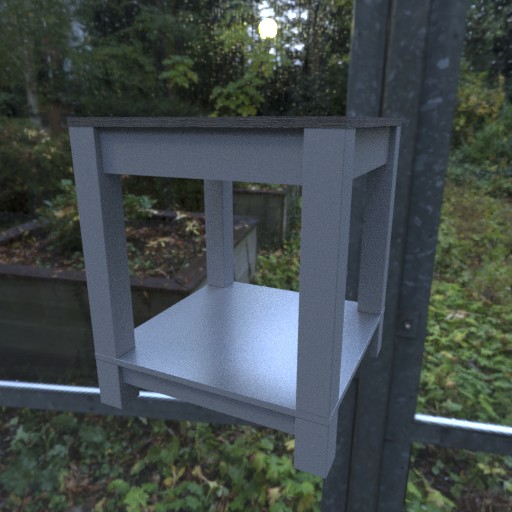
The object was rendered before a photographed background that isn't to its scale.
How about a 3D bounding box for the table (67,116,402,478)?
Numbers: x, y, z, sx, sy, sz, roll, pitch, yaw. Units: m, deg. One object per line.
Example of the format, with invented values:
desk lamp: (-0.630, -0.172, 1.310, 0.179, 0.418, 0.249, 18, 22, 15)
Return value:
table: (0.000, 0.000, 0.988, 0.504, 0.587, 0.506, 8, 19, 24)
